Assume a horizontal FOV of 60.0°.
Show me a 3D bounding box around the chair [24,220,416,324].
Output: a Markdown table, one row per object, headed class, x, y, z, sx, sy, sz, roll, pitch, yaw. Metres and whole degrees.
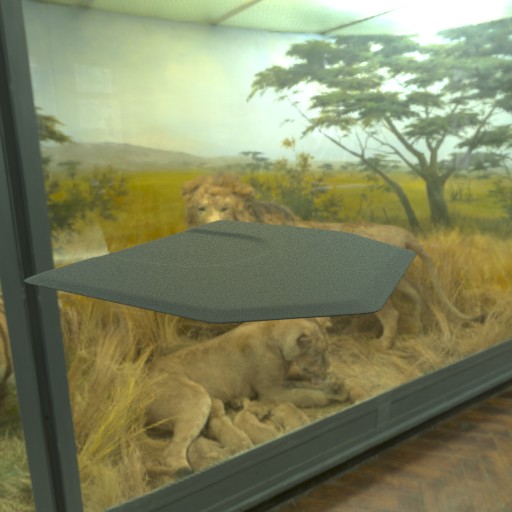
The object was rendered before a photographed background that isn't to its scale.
| class | x | y | z | sx | sy | sz | roll | pitch | yaw |
| --- | --- | --- | --- | --- | --- | --- | --- | --- | --- |
| chair | 0.000 | 0.000 | 1.907 | 1.219 | 0.024 | 1.372 | 7 | 17 | 26 |
